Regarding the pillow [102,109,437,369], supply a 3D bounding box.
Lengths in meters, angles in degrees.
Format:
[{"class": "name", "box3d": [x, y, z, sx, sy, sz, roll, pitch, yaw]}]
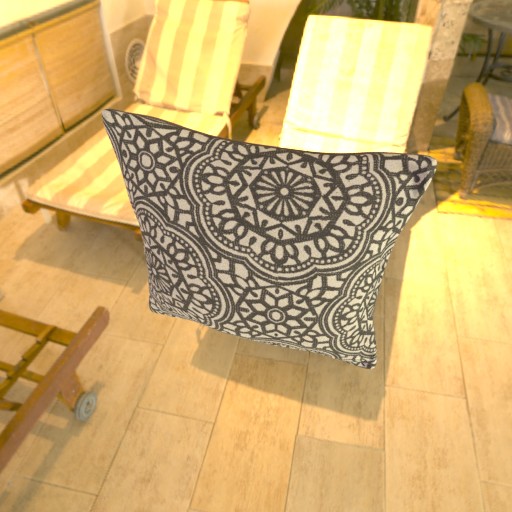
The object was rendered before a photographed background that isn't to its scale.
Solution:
[{"class": "pillow", "box3d": [0.000, 0.000, 0.681, 0.436, 0.417, 0.148, 12, 44, 13]}]
